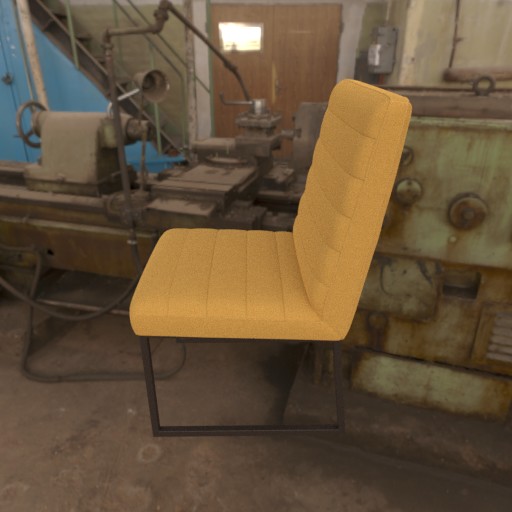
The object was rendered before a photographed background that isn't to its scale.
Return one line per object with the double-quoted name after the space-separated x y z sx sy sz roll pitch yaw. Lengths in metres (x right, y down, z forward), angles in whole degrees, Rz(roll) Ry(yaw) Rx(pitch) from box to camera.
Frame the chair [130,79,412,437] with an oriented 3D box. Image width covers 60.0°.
0.000 0.000 1.285 0.634 0.930 0.520 0 26 -1 "chair"
